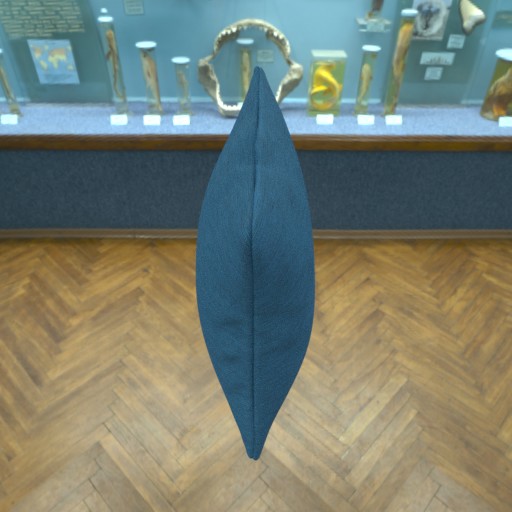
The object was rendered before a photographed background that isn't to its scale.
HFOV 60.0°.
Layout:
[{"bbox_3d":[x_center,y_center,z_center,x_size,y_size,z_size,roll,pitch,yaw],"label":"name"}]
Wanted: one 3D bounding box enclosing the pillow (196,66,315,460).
[{"bbox_3d":[0.000,0.000,0.665,0.177,0.420,0.437,1,41,1],"label":"pillow"}]
